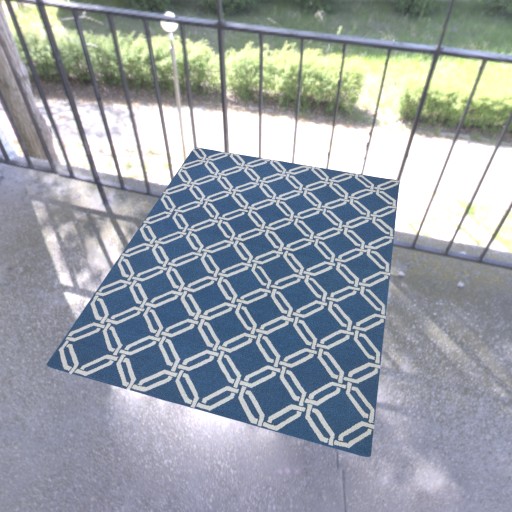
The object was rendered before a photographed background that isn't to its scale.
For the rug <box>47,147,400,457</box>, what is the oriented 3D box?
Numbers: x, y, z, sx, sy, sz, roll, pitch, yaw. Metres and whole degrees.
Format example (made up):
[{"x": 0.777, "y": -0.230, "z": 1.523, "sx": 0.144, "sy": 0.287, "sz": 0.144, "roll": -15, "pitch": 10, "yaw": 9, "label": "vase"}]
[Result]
[{"x": 0.000, "y": 0.000, "z": 3.850, "sx": 2.277, "sy": 0.020, "sz": 2.867, "roll": 12, "pitch": 48, "yaw": 11, "label": "rug"}]
